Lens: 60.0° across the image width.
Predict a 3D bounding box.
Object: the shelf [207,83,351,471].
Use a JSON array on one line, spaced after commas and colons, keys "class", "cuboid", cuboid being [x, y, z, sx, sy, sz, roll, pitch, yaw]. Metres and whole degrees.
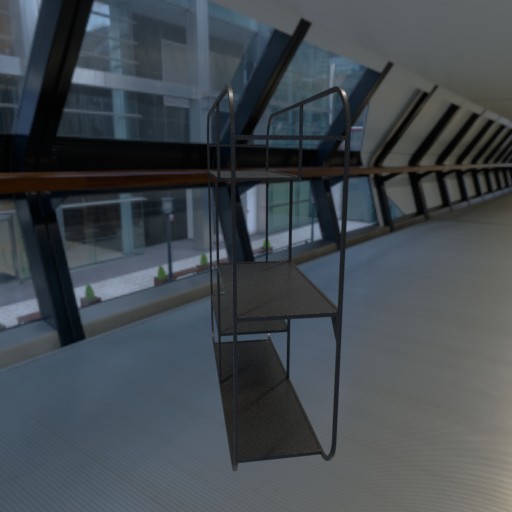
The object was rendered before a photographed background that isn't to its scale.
[{"class": "shelf", "cuboid": [0.000, 0.000, 0.918, 0.160, 0.600, 0.600, -2, 13, -9]}]
